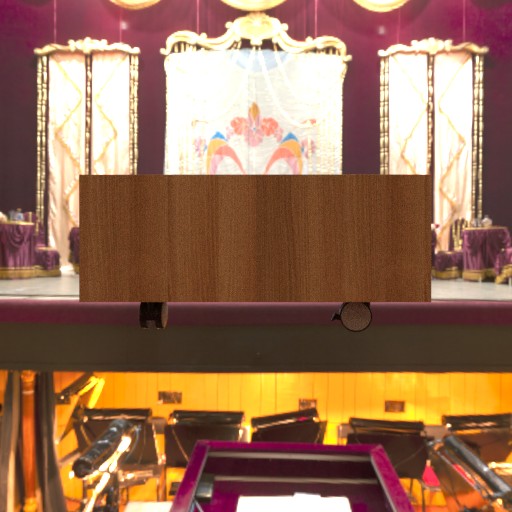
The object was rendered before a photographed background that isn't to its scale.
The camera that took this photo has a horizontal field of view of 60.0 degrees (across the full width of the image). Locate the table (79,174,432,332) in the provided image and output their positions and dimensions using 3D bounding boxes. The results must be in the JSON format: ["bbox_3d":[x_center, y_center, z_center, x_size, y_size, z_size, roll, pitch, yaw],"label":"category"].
[{"bbox_3d":[0.000,0.000,1.431,0.700,0.330,1.100,0,0,0],"label":"table"}]
